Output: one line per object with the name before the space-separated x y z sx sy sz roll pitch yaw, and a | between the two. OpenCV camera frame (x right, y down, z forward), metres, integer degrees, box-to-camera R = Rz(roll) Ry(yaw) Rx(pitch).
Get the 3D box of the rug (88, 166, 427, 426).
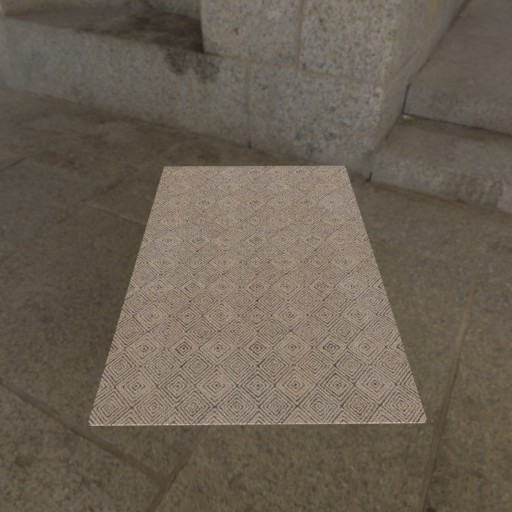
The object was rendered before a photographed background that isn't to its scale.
rug | 0.000 0.000 2.208 1.175 0.008 1.783 0 41 0
